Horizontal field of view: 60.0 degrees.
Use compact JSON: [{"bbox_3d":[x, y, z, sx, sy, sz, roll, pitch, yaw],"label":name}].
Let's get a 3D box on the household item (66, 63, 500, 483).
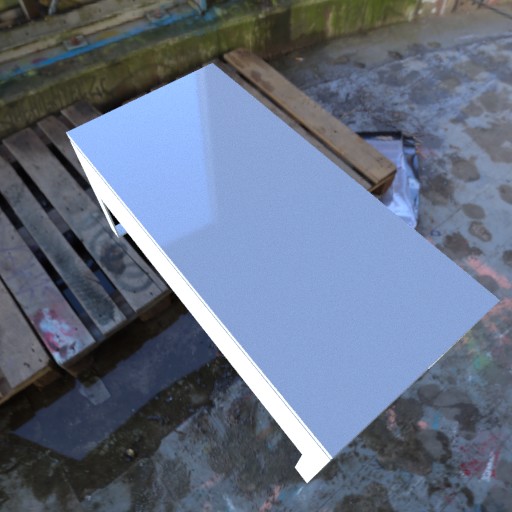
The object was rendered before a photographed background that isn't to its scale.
[{"bbox_3d":[0.000,0.000,2.065,0.800,0.745,1.700,-34,64,-19],"label":"household item"}]
